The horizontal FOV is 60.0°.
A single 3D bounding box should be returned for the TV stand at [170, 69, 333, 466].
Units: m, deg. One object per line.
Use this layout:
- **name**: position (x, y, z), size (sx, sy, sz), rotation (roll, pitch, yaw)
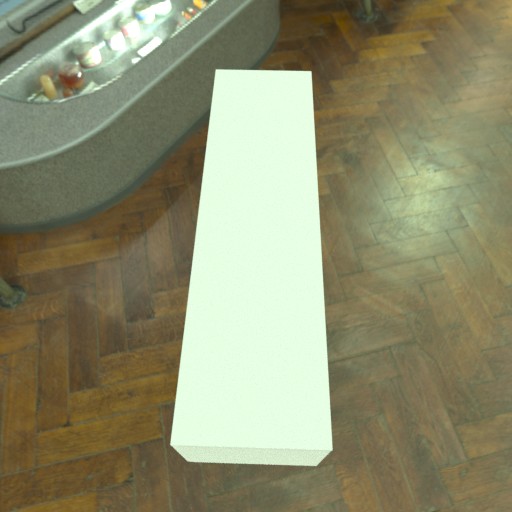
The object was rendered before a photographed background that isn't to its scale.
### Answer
- **TV stand**: position (0.000, 0.000, 1.645), size (0.401, 0.560, 1.398), rotation (1, 59, 1)
